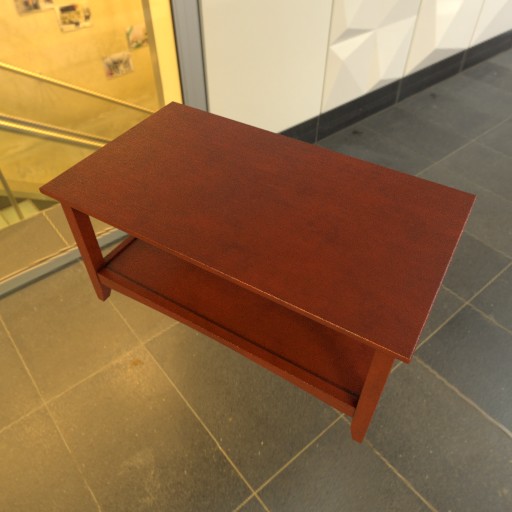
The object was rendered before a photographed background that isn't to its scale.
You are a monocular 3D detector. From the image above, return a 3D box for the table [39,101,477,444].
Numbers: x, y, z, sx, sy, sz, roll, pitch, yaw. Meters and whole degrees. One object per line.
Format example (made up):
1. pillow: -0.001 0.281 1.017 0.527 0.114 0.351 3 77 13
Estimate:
1. table: 0.000 0.000 1.254 0.943 0.456 0.533 23 50 21
